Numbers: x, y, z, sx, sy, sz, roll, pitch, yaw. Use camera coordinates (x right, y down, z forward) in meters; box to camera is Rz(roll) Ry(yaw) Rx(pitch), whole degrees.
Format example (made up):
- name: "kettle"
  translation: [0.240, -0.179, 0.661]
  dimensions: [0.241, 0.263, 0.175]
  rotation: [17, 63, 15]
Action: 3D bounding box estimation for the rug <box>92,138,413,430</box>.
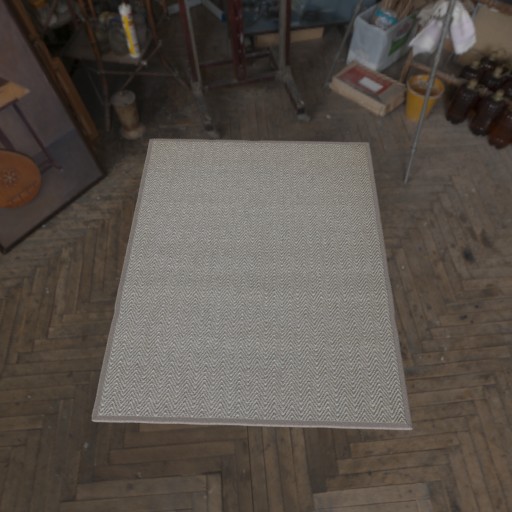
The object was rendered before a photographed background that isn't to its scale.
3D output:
- name: "rug"
  translation: [0.000, 0.000, 4.130]
  dimensions: [2.434, 0.032, 3.007]
  rotation: [1, 58, 1]
